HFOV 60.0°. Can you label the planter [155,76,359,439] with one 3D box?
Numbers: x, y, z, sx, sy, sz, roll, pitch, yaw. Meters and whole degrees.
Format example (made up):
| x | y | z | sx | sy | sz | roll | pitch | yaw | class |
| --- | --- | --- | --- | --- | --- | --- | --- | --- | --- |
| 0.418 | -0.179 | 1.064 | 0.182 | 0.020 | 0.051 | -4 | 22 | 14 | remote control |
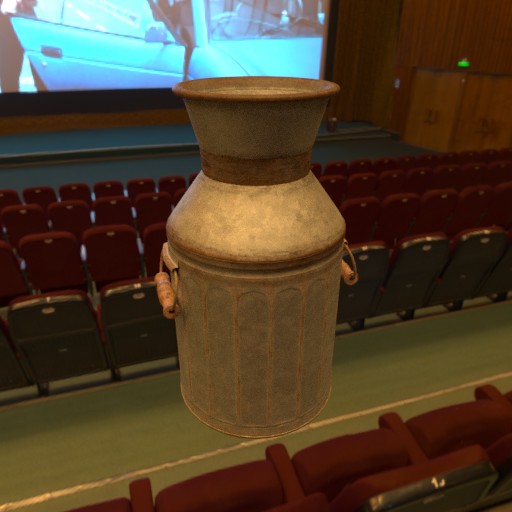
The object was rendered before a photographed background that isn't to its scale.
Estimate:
| x | y | z | sx | sy | sz | roll | pitch | yaw | class |
| --- | --- | --- | --- | --- | --- | --- | --- | --- | --- |
| 0.000 | 0.000 | 0.544 | 0.245 | 0.396 | 0.214 | -9 | 29 | -17 | planter |
